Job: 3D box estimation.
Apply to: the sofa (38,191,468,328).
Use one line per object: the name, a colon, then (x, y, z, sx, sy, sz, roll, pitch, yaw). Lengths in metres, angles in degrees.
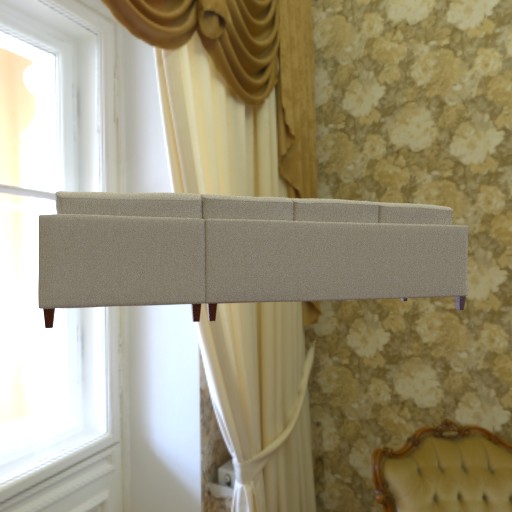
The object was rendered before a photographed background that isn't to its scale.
sofa: (0.000, 0.000, 4.129, 3.471, 0.954, 1.599, 0, 0, -17)
